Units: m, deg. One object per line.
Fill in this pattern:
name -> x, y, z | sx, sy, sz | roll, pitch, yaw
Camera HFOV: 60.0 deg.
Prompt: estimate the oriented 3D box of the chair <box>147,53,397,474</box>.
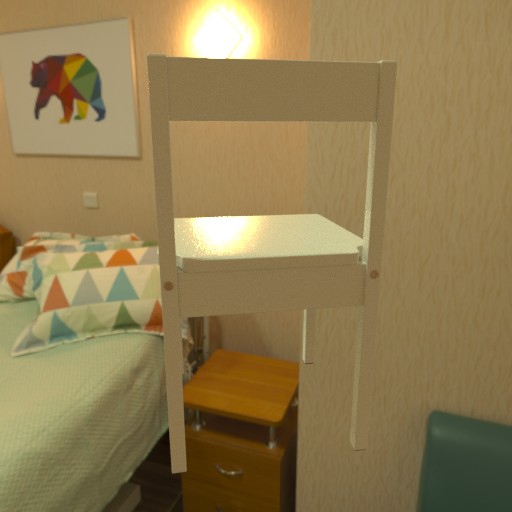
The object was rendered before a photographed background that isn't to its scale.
chair -> 0.000, 0.000, 0.871 | 0.367, 0.668, 0.361 | -3, 16, -10
